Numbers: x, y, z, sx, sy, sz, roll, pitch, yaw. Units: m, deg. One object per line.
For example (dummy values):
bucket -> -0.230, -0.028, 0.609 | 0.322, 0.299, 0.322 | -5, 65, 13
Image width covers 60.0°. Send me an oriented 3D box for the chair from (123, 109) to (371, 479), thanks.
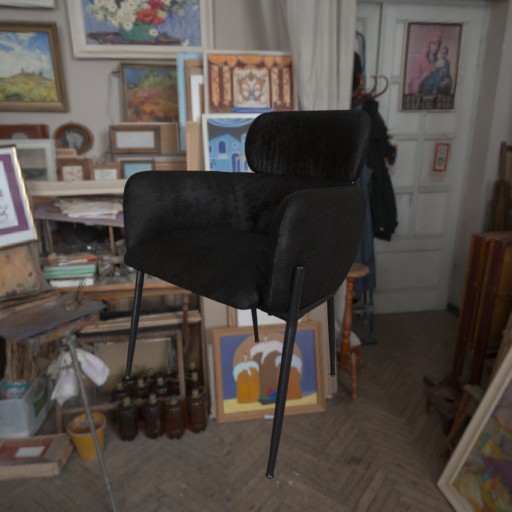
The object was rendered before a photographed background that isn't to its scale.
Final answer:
chair -> 0.000, 0.000, 1.292 | 0.640, 0.818, 0.604 | 15, 22, 41
